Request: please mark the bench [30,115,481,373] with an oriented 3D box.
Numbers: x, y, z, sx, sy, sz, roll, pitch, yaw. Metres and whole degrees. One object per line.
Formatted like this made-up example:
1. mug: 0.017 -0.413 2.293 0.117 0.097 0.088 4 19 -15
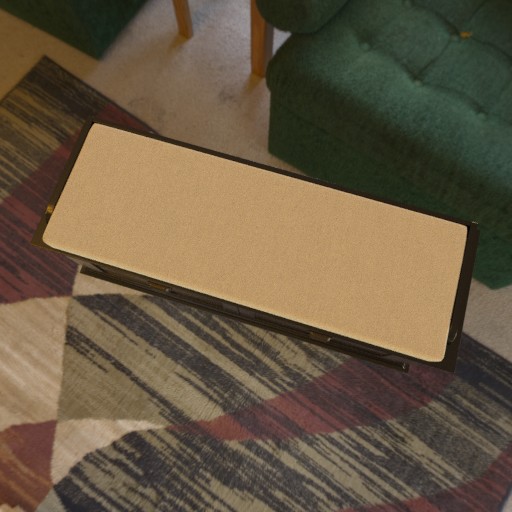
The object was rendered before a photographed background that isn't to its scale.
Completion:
1. bench: 0.000 0.000 1.422 1.185 0.501 0.402 16 76 4
